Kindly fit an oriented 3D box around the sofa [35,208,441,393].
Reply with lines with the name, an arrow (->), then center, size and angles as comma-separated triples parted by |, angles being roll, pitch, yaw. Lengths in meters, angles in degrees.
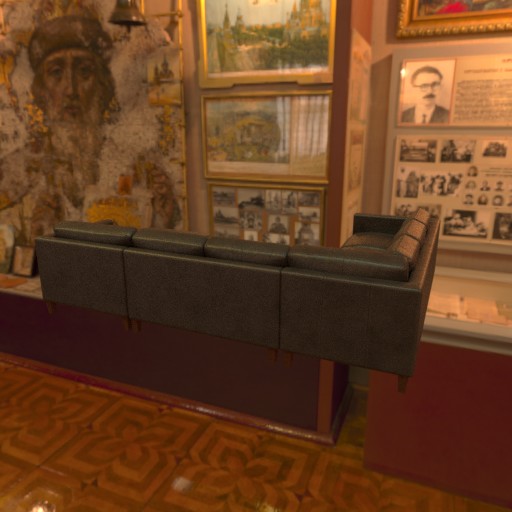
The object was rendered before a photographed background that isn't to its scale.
sofa -> 0.000, 0.000, 4.505 | 3.324, 0.891, 2.452 | 7, 17, 23
